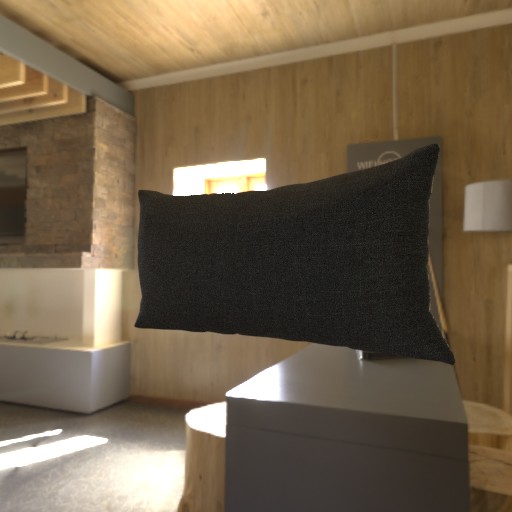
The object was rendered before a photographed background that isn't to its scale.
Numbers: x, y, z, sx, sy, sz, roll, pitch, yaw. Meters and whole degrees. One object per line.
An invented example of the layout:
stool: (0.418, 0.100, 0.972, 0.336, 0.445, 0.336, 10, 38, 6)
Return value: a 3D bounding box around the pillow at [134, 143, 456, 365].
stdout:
pillow: (0.000, 0.000, 0.756, 0.631, 0.292, 0.148, -1, -2, 36)
